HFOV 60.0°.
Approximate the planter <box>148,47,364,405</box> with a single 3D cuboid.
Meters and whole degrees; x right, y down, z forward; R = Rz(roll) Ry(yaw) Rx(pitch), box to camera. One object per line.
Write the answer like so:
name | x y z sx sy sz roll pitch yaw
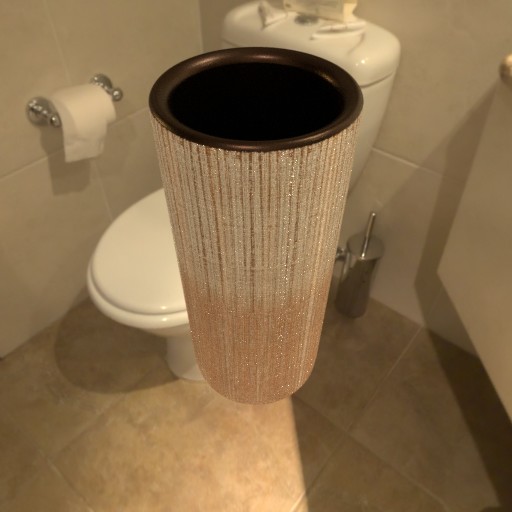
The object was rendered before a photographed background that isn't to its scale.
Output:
planter | 0.000 0.000 0.288 0.100 0.227 0.100 2 47 2
